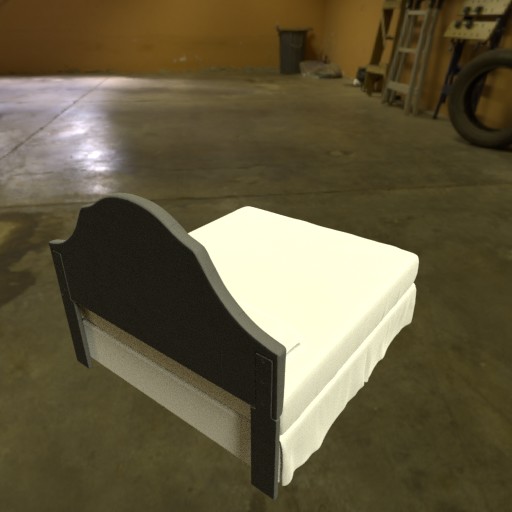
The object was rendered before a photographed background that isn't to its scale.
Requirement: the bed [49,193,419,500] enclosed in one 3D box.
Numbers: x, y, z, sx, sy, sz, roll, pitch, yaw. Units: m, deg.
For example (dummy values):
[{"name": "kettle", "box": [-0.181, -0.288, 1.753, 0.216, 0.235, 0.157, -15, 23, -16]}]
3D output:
[{"name": "bed", "box": [0.000, 0.000, 3.460, 2.008, 1.615, 2.214, 20, 34, 32]}]
